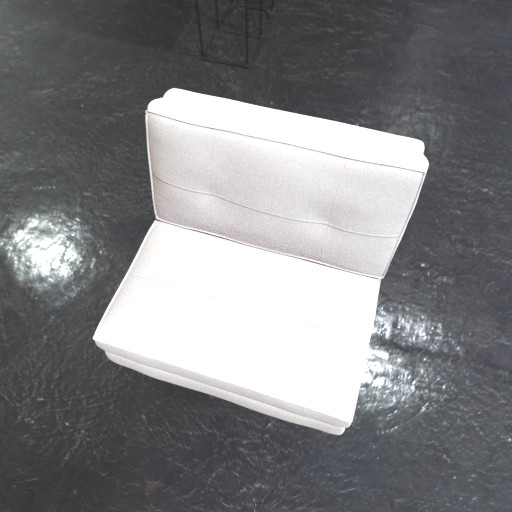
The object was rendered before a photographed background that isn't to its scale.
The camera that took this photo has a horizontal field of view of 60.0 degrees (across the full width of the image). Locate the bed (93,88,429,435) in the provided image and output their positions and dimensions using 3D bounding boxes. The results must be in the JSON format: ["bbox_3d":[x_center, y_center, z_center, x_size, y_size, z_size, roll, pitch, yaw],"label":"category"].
[{"bbox_3d":[0.000,0.000,1.331,0.799,0.614,0.749,15,59,9],"label":"bed"}]
